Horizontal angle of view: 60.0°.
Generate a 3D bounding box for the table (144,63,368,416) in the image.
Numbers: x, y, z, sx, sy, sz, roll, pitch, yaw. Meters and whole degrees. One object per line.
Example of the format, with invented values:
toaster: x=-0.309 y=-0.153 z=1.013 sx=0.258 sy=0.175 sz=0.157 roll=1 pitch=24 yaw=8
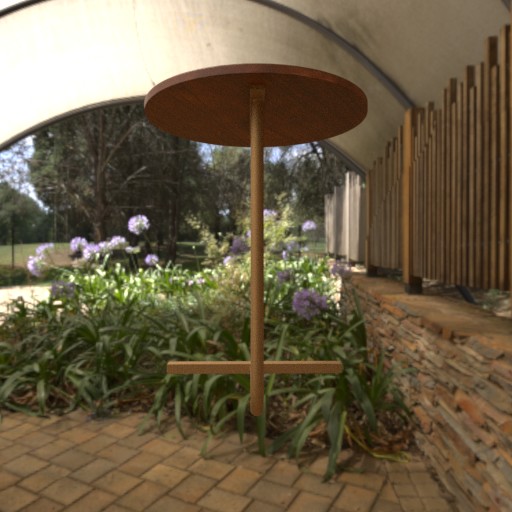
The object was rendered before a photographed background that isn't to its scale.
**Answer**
table: x=0.000 y=0.000 z=1.097 sx=0.530 sy=0.706 sz=0.577 roll=0 pitch=1 yaw=-1
